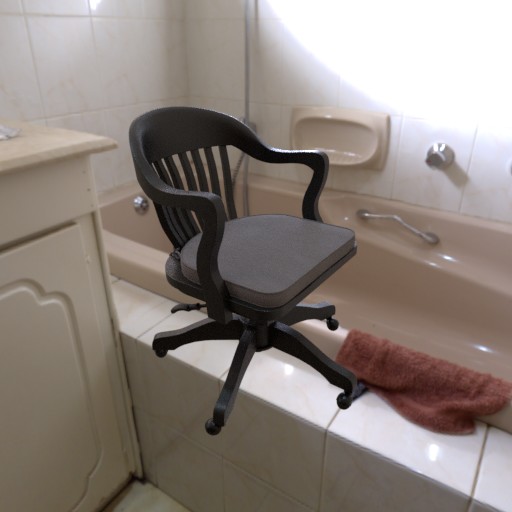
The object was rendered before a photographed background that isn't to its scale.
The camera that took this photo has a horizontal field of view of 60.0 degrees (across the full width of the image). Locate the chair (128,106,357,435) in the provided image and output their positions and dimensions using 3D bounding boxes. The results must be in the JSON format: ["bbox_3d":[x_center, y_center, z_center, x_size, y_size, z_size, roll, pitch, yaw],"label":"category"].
[{"bbox_3d":[0.000,0.000,1.467,0.788,0.878,0.750,18,31,32],"label":"chair"}]
